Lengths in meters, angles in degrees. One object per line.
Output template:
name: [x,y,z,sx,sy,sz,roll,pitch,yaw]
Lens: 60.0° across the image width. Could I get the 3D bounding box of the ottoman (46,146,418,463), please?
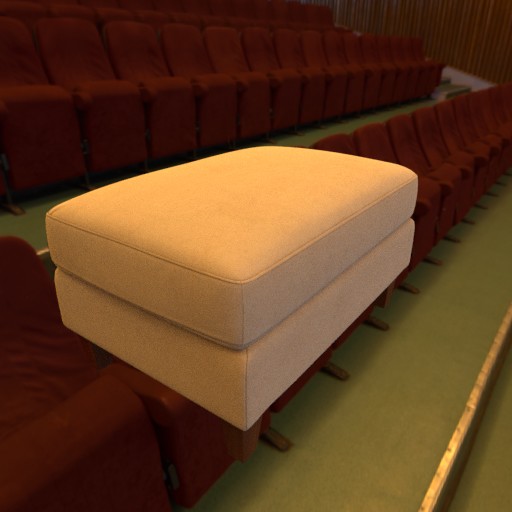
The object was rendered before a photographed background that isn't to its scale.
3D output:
ottoman: [0.000,0.000,1.196,0.584,0.483,0.864,17,30,33]
